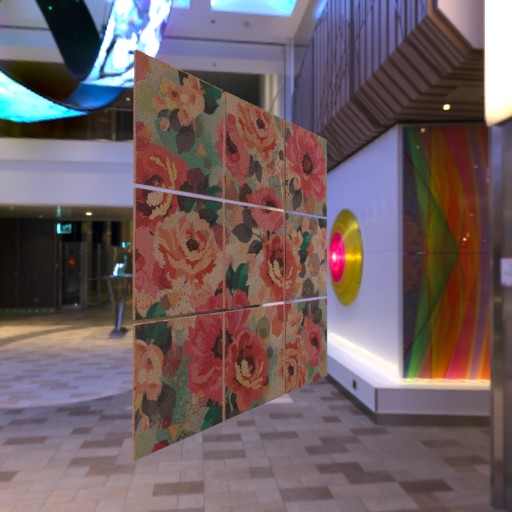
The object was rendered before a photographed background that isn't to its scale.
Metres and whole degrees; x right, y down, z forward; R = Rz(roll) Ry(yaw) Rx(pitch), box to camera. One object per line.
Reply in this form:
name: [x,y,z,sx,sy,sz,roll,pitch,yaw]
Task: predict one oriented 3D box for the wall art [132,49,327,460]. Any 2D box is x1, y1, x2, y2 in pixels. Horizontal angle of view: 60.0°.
wall art: [0.000,0.000,1.805,0.013,1.220,1.216,-1,-1,37]
